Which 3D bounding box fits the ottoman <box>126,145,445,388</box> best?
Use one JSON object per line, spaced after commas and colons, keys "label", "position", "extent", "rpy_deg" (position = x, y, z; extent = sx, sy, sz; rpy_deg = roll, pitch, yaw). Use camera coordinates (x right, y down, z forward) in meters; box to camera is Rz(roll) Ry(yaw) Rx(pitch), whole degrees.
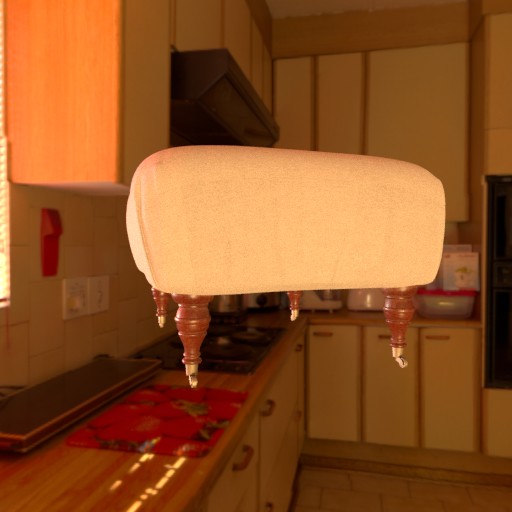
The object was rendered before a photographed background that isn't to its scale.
{"label": "ottoman", "position": [0.000, 0.000, 1.124], "extent": [0.622, 0.450, 0.746], "rpy_deg": [0, 1, -17]}
